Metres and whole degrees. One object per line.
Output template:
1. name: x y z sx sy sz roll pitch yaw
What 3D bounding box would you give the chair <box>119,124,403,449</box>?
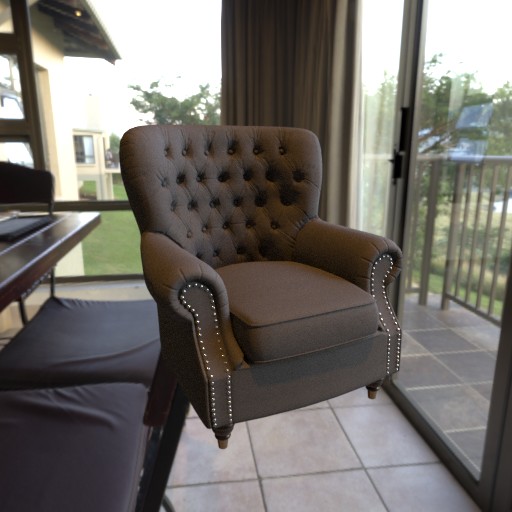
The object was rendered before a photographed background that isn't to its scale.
1. chair: 0.000 0.000 1.803 0.983 1.046 0.983 -7 16 -26
